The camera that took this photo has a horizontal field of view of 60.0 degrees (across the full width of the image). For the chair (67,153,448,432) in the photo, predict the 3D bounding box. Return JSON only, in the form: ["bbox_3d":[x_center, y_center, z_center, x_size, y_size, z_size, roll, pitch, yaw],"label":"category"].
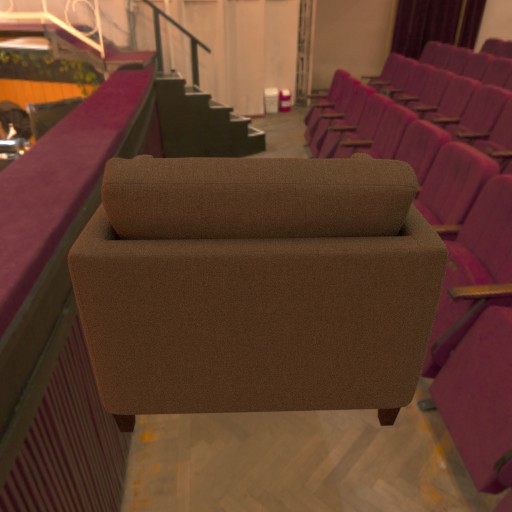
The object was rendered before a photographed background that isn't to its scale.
[{"bbox_3d":[0.000,0.000,1.765,1.107,0.963,0.959,-1,30,-2],"label":"chair"}]
